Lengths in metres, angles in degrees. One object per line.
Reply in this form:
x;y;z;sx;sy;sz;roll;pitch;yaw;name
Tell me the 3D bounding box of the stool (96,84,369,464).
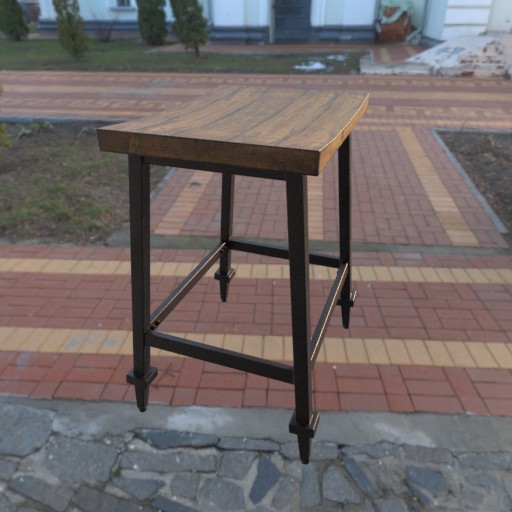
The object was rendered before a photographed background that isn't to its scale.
0.000;0.000;0.967;0.405;0.625;0.486;10;31;18;stool
